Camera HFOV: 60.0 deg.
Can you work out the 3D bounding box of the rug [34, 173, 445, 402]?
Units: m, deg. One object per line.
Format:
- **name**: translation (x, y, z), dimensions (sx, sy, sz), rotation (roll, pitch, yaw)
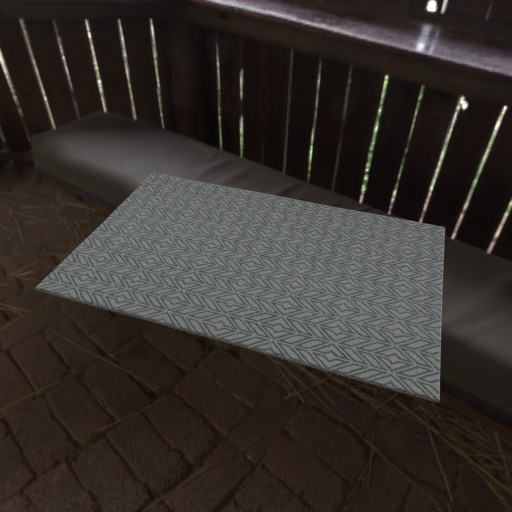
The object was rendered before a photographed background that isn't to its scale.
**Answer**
- **rug**: translation (0.000, 0.000, 3.034), dimensions (2.435, 0.011, 1.517), rotation (13, 42, 14)
